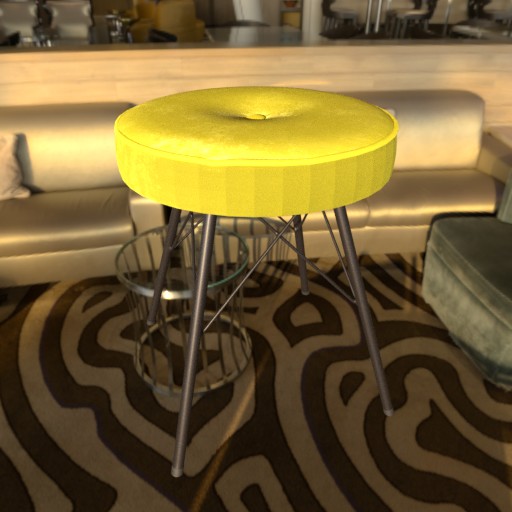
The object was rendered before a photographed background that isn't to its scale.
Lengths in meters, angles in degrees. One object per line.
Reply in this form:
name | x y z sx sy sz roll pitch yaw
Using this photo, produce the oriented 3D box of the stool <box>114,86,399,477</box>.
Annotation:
stool | 0.000 0.000 0.775 0.409 0.508 0.409 -9 32 -15
